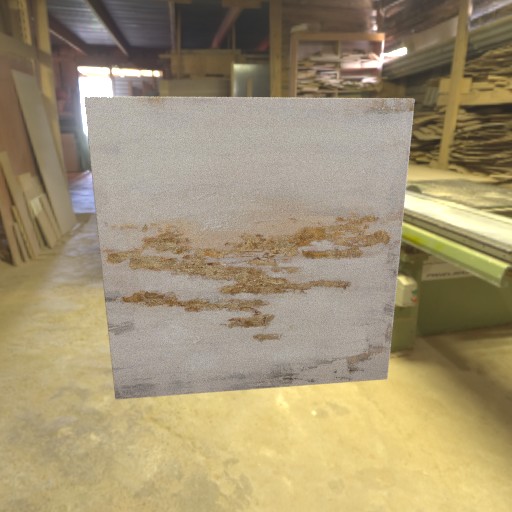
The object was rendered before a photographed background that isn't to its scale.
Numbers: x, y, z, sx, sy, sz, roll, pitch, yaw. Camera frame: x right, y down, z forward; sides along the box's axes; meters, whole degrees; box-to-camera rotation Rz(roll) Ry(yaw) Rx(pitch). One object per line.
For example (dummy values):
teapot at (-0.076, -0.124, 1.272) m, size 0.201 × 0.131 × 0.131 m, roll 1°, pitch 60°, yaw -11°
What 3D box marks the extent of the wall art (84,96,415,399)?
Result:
wall art at (0.000, 0.000, 1.513) m, size 1.015 × 1.018 × 0.040 m, roll -2°, pitch 17°, yaw -7°
